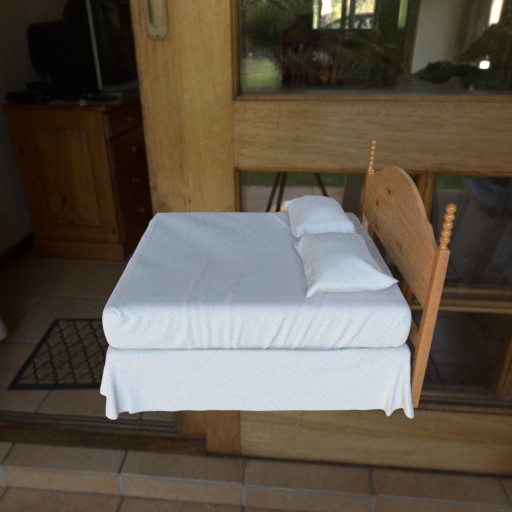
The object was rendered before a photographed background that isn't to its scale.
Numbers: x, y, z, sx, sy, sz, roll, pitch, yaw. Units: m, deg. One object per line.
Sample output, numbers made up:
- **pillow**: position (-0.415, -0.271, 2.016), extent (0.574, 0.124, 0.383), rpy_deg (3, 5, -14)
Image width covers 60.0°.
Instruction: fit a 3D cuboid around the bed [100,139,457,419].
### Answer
- **bed**: position (0.000, 0.000, 3.239), extent (2.040, 1.356, 1.873), rpy_deg (0, 26, 0)
